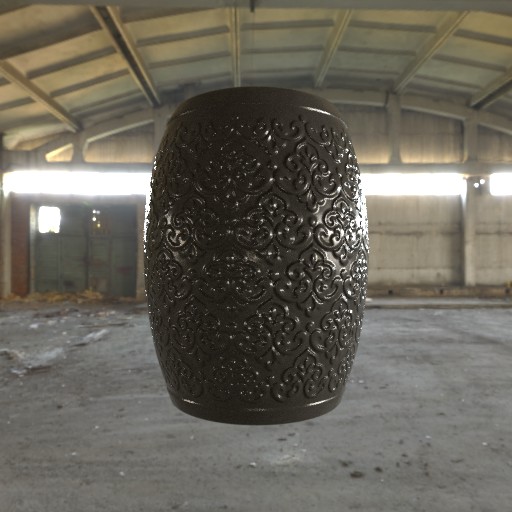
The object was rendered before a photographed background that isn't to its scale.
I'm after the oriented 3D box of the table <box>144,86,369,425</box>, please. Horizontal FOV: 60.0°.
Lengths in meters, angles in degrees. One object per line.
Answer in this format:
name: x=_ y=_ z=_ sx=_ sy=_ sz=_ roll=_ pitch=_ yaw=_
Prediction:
table: x=0.000 y=0.000 z=0.627 sx=0.309 sy=0.397 sz=0.309 roll=0 pitch=-1 yaw=0
